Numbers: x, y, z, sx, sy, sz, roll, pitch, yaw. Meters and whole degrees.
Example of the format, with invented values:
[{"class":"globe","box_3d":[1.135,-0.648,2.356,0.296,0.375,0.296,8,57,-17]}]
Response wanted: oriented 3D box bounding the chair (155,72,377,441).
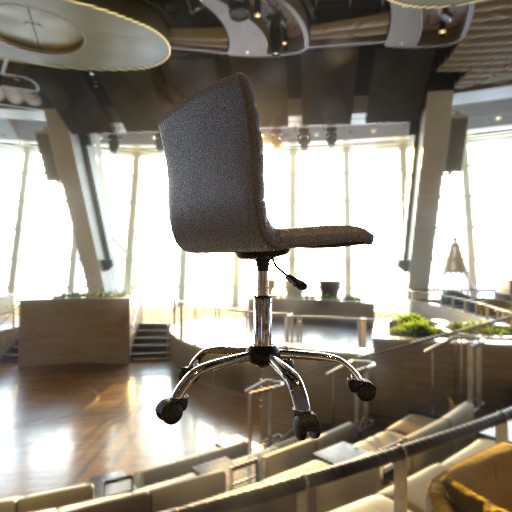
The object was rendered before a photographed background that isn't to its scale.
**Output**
[{"class":"chair","box_3d":[0.000,0.000,1.146,0.542,0.750,0.569,0,-1,-37]}]
